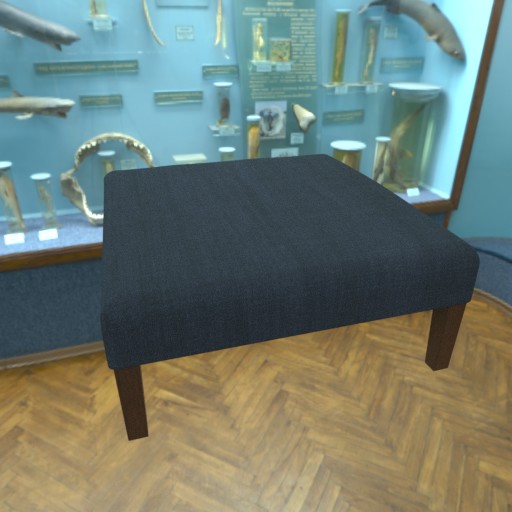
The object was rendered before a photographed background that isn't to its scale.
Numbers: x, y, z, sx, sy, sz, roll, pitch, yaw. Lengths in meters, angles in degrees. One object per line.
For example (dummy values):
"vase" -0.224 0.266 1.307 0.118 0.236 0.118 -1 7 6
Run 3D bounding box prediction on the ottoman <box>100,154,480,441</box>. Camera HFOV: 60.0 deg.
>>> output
"ottoman" 0.000 0.000 1.401 0.889 0.411 0.890 -8 30 -14
